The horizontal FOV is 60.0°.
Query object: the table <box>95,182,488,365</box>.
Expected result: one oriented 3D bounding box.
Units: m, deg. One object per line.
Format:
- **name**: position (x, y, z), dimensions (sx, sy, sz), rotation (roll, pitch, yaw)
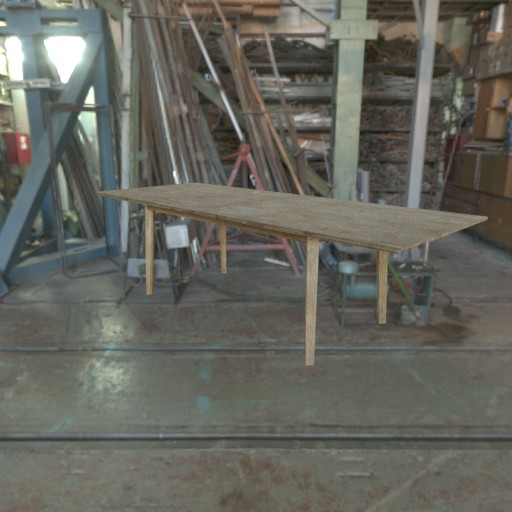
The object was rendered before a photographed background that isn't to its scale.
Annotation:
- **table**: position (0.000, 0.000, 3.080), dimensions (2.603, 0.752, 1.000), rotation (15, 21, 43)
